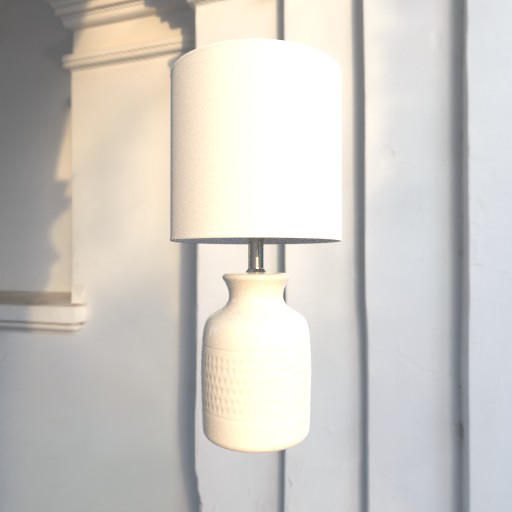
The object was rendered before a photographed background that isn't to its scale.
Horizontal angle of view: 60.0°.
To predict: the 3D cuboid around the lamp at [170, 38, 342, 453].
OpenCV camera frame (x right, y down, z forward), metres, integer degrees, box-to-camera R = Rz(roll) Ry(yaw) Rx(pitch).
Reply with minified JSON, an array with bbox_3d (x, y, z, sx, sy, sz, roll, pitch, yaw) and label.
[{"bbox_3d":[0.000,0.000,0.493,0.188,0.392,0.188,0,0,35],"label":"lamp"}]
